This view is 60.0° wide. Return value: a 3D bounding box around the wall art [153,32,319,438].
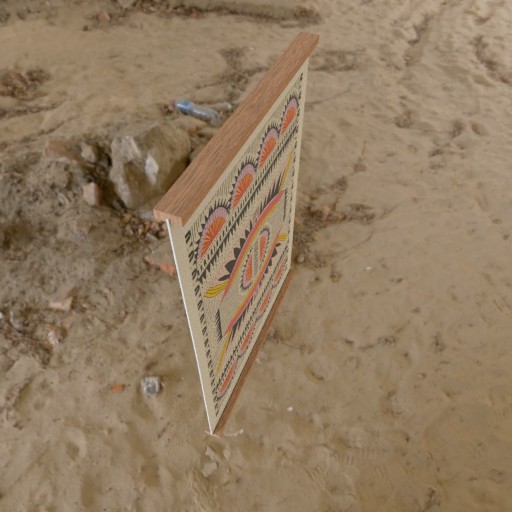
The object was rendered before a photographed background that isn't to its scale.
[{"bbox_3d":[0.000,0.000,0.698,0.028,0.527,0.403,17,51,15],"label":"wall art"}]
